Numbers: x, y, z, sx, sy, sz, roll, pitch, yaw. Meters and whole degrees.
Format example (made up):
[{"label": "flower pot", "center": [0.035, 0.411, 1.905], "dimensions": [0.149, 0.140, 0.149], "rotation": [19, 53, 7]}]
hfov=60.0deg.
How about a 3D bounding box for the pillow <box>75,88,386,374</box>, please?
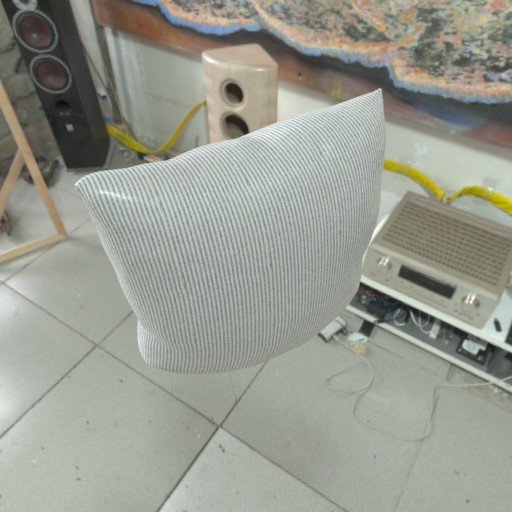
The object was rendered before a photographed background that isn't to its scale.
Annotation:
[{"label": "pillow", "center": [0.000, 0.000, 0.700], "dimensions": [0.387, 0.432, 0.310], "rotation": [3, 46, 3]}]
